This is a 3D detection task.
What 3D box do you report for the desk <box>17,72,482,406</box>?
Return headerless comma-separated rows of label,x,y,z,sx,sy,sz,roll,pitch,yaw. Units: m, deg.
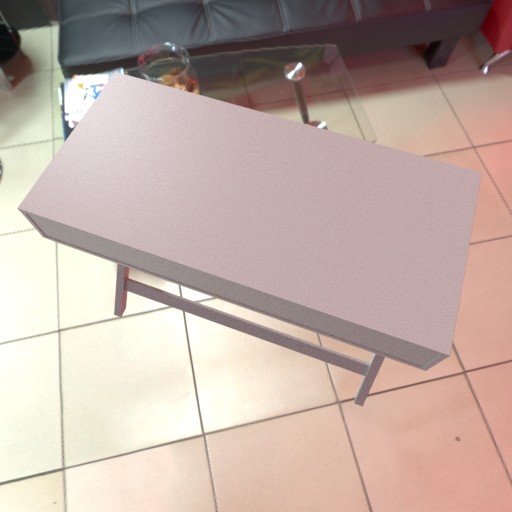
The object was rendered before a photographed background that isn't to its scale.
desk,0.000,0.000,1.465,1.057,0.780,0.525,18,65,9
